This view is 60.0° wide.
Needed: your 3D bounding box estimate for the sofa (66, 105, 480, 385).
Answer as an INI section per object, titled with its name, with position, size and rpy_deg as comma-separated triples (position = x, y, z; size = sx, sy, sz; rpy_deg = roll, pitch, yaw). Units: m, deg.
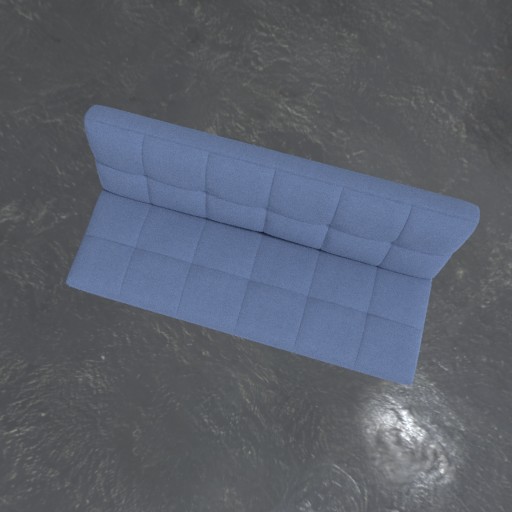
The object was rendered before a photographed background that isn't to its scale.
[sofa]
position = 0.000, 0.000, 2.210
size = 1.800, 0.800, 0.796
rpy_deg = 16, 77, 4
